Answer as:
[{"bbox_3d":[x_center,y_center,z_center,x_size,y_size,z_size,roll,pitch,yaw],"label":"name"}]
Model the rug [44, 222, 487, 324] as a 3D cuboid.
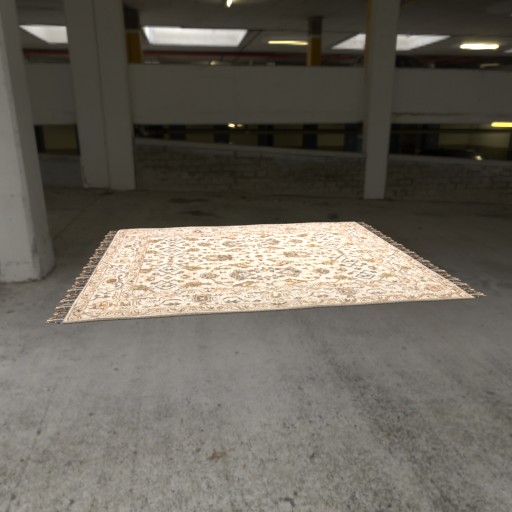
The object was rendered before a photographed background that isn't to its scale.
[{"bbox_3d":[0.000,0.000,4.141,3.061,0.034,2.426,-3,18,-8],"label":"rug"}]
